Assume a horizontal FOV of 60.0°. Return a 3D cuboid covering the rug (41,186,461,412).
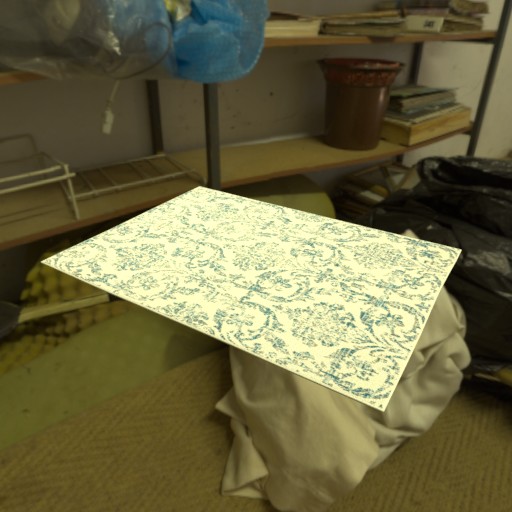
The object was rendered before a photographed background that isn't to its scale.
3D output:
[{"bbox_3d":[0.000,0.000,2.845,2.197,0.014,1.586,17,34,28],"label":"rug"}]
